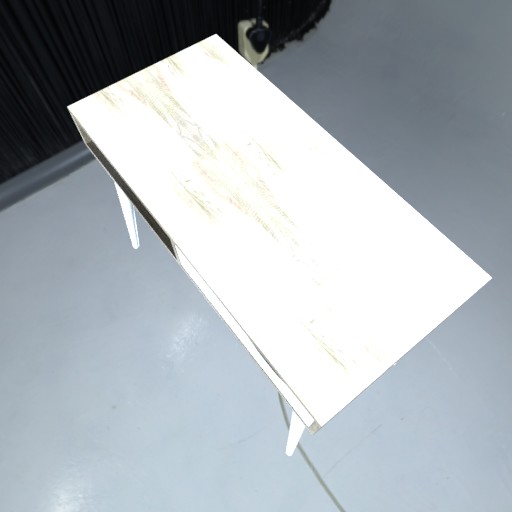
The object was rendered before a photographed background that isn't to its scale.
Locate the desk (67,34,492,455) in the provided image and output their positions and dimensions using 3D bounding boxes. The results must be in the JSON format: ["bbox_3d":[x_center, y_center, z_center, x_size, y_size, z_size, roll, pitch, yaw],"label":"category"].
[{"bbox_3d":[0.000,0.000,1.345,0.491,0.723,0.979,-34,67,-17],"label":"desk"}]
